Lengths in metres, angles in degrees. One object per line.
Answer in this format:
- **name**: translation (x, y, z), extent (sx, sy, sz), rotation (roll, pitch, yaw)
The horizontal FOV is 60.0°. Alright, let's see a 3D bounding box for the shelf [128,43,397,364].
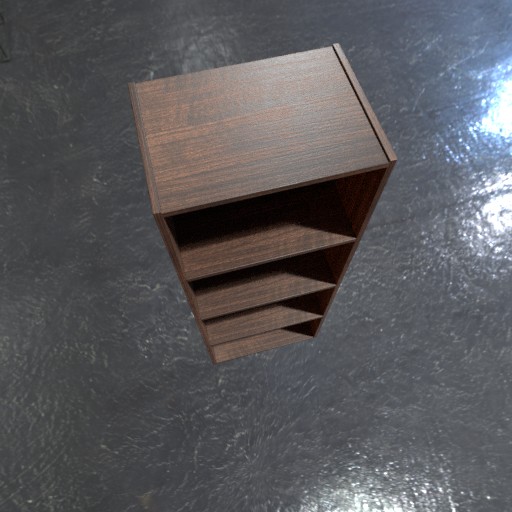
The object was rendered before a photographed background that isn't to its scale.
- **shelf**: translation (0.000, 0.000, 1.269), extent (0.415, 1.099, 0.290), rotation (-14, 65, -6)
